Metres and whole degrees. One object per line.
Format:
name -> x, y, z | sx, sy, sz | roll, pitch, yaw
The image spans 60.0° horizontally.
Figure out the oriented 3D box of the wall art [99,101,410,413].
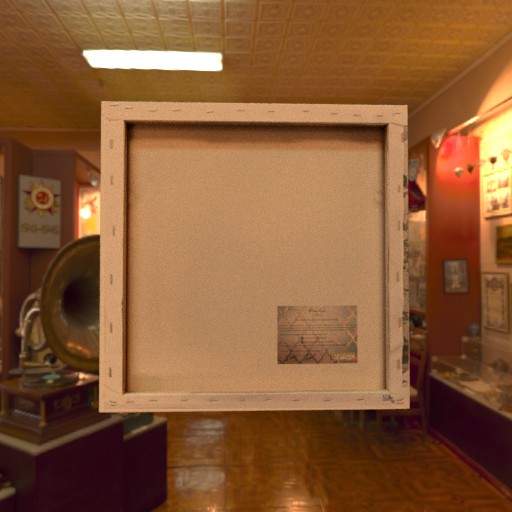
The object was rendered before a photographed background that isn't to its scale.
wall art -> 0.000, 0.000, 0.890 | 0.609, 0.607, 0.036 | 0, -1, -2
